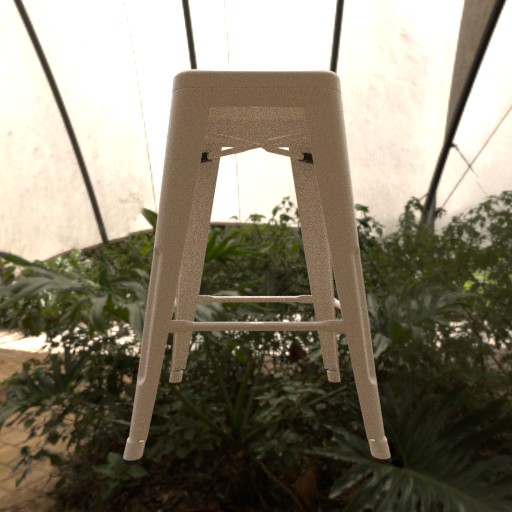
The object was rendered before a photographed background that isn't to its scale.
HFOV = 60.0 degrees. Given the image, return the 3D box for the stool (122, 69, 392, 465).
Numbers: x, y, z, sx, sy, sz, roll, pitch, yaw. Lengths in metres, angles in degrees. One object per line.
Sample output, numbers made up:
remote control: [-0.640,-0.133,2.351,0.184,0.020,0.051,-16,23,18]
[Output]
stool: [0.000,0.000,0.854,0.406,0.610,0.406,0,1,-1]
